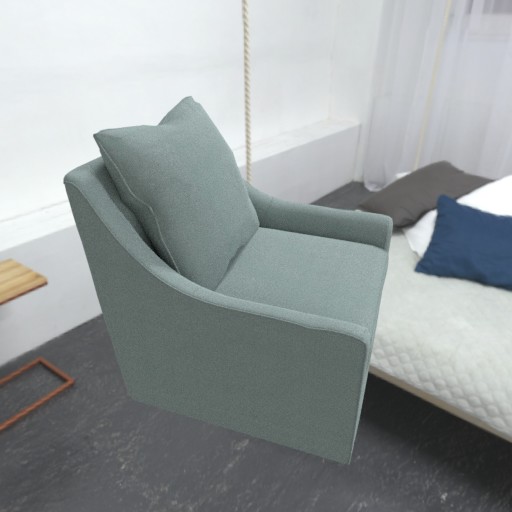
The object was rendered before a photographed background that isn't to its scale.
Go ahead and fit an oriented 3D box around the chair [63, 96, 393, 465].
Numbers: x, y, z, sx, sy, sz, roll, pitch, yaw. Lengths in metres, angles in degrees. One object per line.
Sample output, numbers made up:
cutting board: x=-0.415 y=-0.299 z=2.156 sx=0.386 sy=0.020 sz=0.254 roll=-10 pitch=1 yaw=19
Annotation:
chair: x=0.000 y=0.000 z=1.531 sx=0.870 sy=0.926 sz=0.760 roll=10 pitch=31 yaw=17
